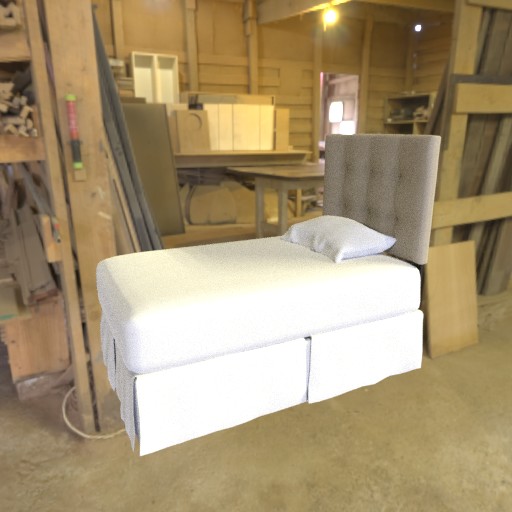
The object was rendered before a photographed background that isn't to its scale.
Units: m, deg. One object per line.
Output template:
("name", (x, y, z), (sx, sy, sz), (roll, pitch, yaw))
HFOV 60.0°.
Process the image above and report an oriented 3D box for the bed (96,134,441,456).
("bed", (0.000, 0.000, 2.976), (1.997, 1.571, 1.261), (-8, 18, -25))
